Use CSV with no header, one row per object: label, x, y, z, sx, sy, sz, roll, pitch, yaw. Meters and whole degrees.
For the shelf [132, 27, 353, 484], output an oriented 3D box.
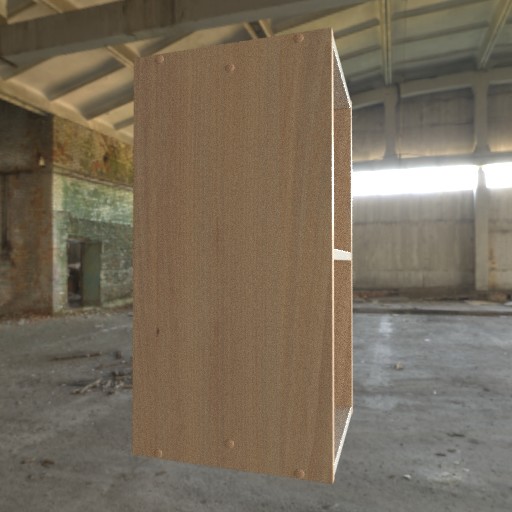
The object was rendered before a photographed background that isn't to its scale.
shelf,0.000,0.000,0.757,0.297,0.594,0.290,0,-1,17
